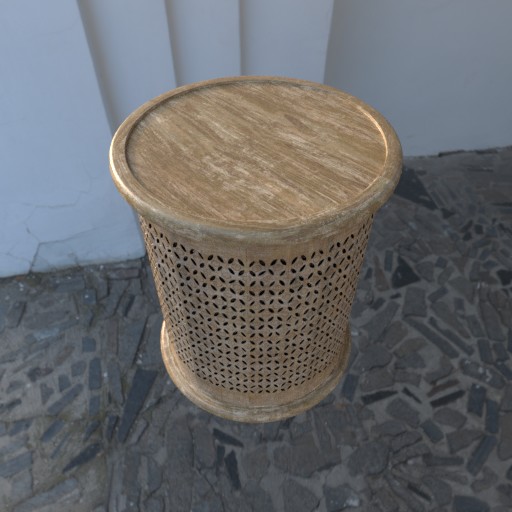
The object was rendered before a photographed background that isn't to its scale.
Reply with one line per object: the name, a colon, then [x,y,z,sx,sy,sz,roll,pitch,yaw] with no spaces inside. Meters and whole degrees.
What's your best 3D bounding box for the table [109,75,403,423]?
table: [0.000,0.000,0.794,0.407,0.482,0.407,0,46,0]
